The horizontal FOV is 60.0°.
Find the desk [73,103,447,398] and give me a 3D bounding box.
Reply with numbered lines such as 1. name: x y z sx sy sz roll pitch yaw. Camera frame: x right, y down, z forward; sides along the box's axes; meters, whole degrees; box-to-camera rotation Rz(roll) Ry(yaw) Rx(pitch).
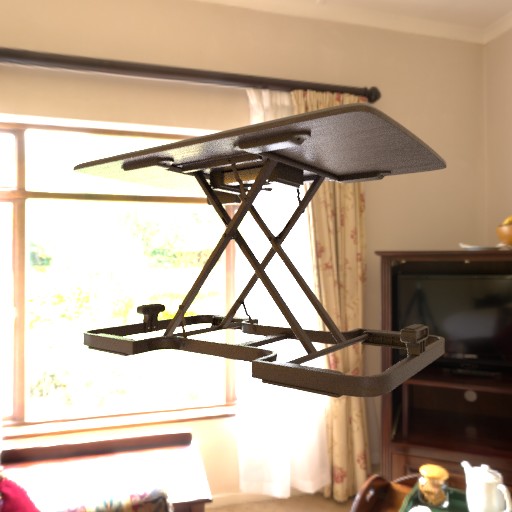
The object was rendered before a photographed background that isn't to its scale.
1. desk: 0.000 0.000 1.124 0.820 0.470 0.546 0 -1 36
